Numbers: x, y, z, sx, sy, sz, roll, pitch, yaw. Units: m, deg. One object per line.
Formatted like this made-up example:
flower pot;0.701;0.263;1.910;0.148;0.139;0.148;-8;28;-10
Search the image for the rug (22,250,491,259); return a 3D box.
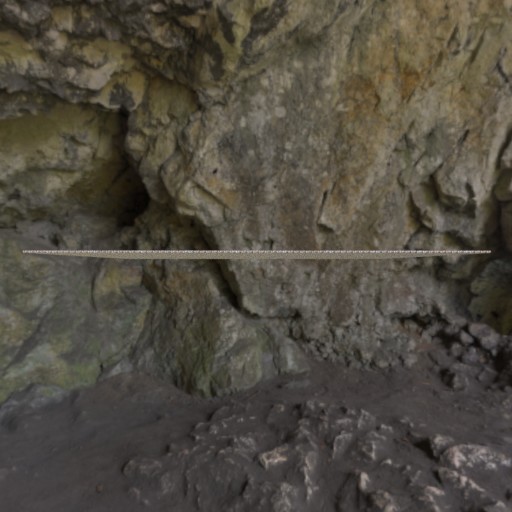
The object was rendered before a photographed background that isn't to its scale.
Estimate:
rug;0.000;0.000;3.876;2.894;0.013;2.286;0;-1;-1
